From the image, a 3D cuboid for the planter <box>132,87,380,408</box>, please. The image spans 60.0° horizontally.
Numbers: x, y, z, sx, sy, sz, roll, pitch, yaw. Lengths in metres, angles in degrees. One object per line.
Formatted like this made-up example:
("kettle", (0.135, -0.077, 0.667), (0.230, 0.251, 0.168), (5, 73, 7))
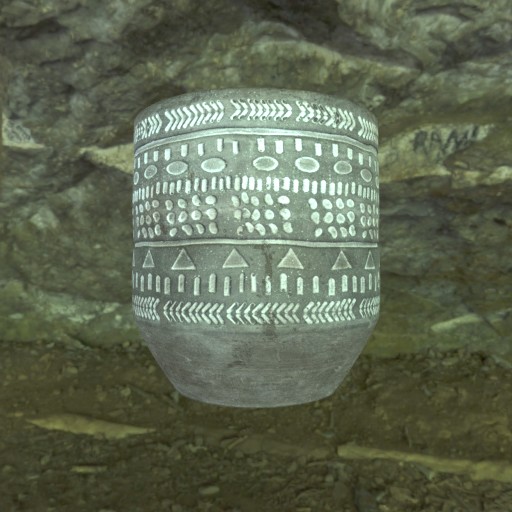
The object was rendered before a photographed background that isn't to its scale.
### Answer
("planter", (0.000, 0.000, 0.264), (0.142, 0.149, 0.142), (0, 0, 0))
